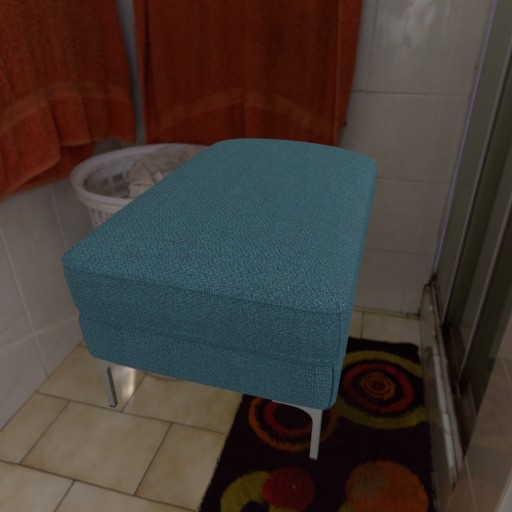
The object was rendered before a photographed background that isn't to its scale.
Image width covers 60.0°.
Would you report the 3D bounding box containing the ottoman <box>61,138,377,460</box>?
[{"bbox_3d":[0.000,0.000,1.199,0.563,0.498,0.856,8,31,15],"label":"ottoman"}]
